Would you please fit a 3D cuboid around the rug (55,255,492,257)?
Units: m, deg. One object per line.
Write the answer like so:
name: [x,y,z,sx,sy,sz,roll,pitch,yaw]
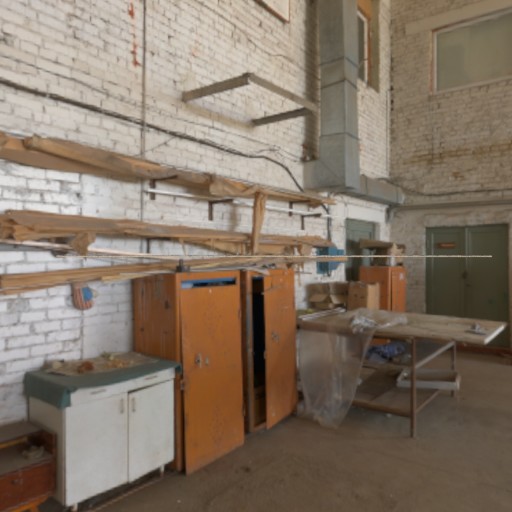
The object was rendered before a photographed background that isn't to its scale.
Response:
rug: [0.000,0.000,4.223,3.205,0.015,2.437,0,0,-17]
